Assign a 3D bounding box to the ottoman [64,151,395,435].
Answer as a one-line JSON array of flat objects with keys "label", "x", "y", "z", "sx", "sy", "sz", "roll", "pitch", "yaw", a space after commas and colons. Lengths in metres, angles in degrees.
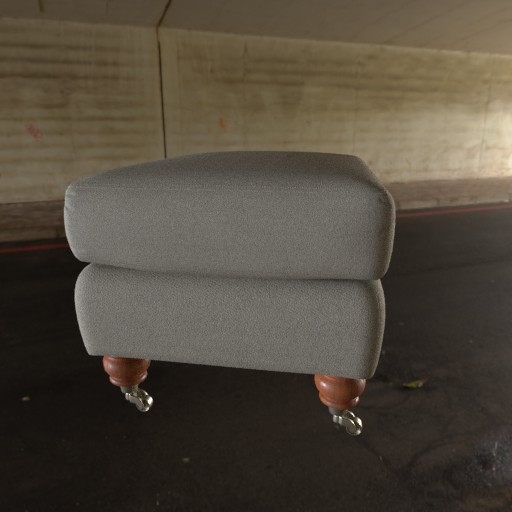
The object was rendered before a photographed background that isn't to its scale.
[{"label": "ottoman", "x": 0.000, "y": 0.000, "z": 1.110, "sx": 0.569, "sy": 0.504, "sz": 0.773, "roll": 3, "pitch": 16, "yaw": 10}]
